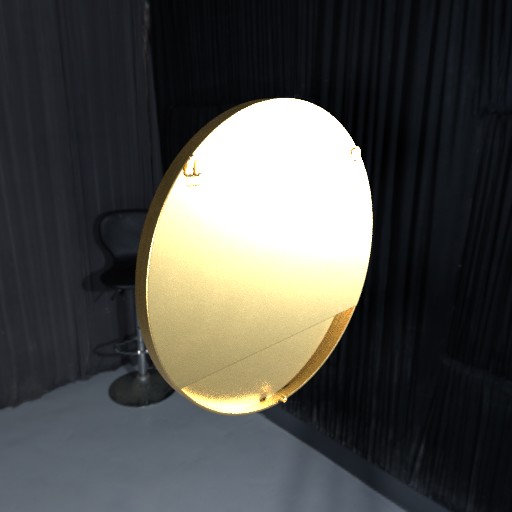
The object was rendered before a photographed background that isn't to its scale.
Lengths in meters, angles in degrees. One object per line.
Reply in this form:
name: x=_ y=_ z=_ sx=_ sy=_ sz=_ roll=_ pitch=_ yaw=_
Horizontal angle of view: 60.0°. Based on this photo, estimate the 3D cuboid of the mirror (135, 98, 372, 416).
mirror: x=0.000 y=0.000 z=0.687 sx=0.457 sy=0.457 sz=0.133 roll=-15 pitch=22 yaw=-42
